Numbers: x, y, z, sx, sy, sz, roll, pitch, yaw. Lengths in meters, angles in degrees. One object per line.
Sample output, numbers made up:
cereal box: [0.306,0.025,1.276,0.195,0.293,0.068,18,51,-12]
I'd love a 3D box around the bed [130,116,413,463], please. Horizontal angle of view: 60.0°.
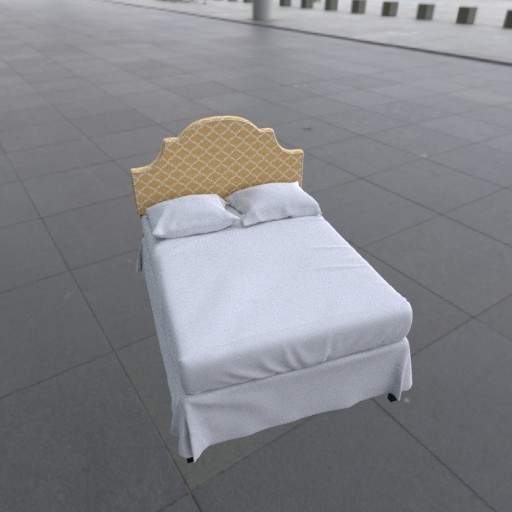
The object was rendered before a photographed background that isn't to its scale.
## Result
bed: [0.000,0.000,3.412,1.780,1.633,2.222,-10,34,-16]
